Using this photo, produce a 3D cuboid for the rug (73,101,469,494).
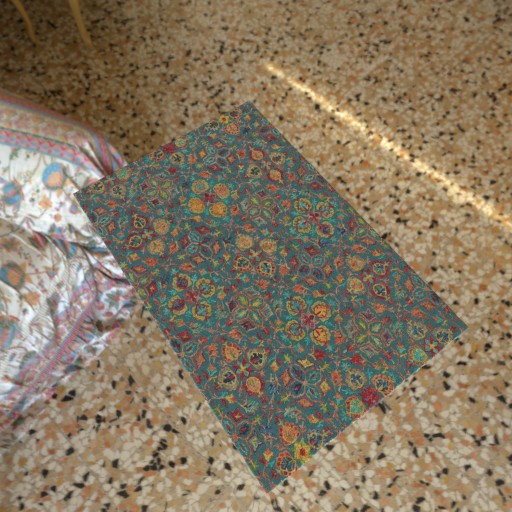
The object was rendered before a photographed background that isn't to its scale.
[{"bbox_3d":[0.000,0.000,2.314,1.216,0.014,1.836,-33,68,-15],"label":"rug"}]
